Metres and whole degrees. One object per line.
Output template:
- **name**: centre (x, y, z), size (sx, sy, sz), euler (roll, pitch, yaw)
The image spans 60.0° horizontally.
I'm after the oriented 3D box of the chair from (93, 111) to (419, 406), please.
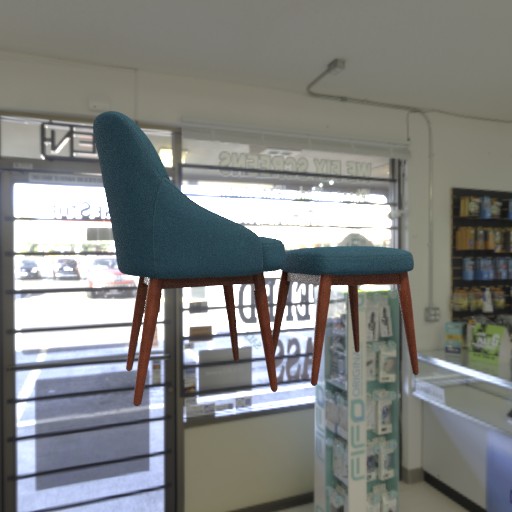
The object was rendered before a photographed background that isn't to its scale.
- **chair**: centre (0.000, 0.000, 1.616), size (1.114, 0.866, 0.584), euler (0, 0, -19)
